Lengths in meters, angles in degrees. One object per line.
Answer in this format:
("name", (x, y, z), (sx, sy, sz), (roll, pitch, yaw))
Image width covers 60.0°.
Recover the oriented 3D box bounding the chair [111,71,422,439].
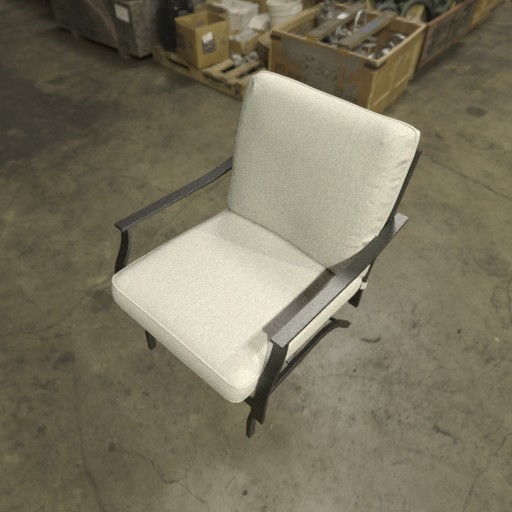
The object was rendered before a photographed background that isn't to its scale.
("chair", (0.000, 0.000, 1.421), (0.650, 0.860, 0.787), (33, 54, 27))
